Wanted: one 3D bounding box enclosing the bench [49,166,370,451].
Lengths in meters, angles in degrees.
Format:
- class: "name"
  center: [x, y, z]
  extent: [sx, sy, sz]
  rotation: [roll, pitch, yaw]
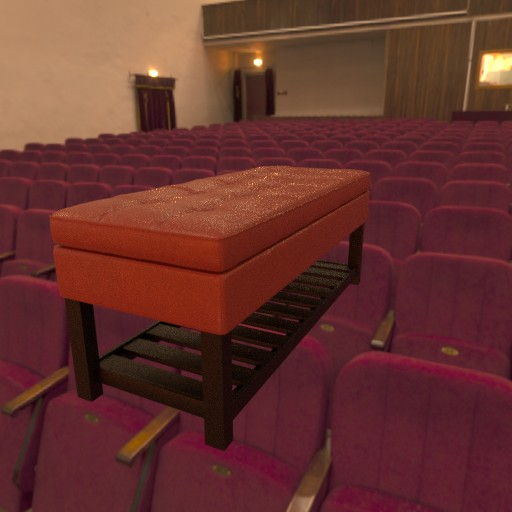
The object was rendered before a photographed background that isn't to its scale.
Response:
- class: "bench"
  center: [0.000, 0.000, 1.355]
  extent: [0.432, 0.460, 1.105]
  rotation: [8, 19, 25]
